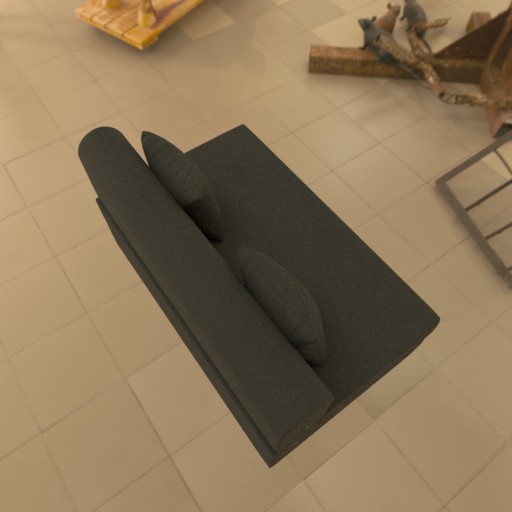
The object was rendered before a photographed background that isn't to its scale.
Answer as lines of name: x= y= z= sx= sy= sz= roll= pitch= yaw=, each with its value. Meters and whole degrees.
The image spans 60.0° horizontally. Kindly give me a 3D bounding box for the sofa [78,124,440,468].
sofa: x=0.000 y=0.000 z=1.702 sx=0.762 sy=0.670 sz=1.225 roll=-32 pitch=64 yaw=-18
